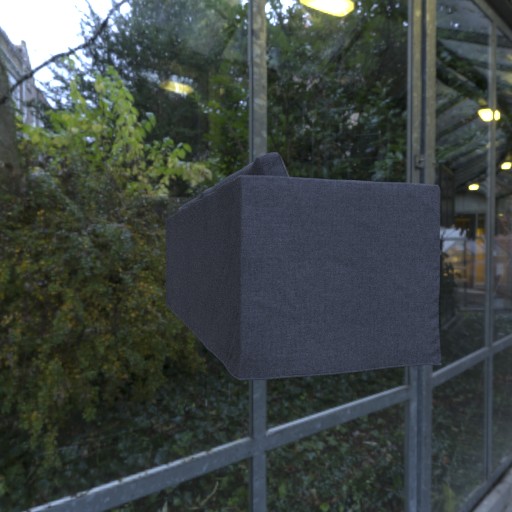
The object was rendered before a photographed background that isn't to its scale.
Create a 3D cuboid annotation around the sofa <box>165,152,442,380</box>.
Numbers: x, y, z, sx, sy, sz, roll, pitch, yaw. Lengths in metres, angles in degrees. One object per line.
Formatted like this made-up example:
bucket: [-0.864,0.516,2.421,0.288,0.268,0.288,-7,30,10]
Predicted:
sofa: [0.000,0.000,3.252,1.036,0.998,2.779,0,1,-18]
